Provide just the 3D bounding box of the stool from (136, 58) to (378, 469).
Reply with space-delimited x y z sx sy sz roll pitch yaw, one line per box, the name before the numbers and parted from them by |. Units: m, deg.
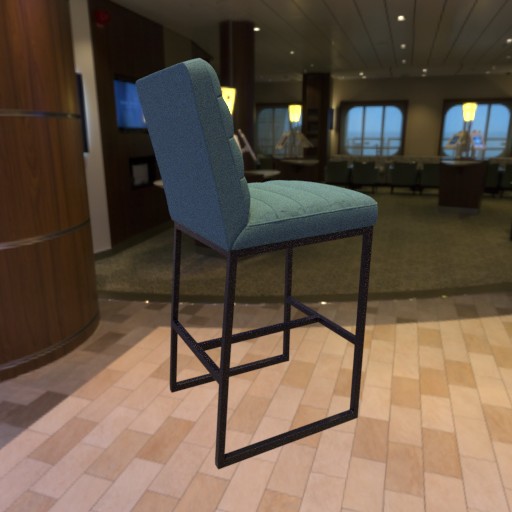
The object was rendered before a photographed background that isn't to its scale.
stool | 0.000 0.000 1.355 0.560 1.040 0.460 -8 18 -27
